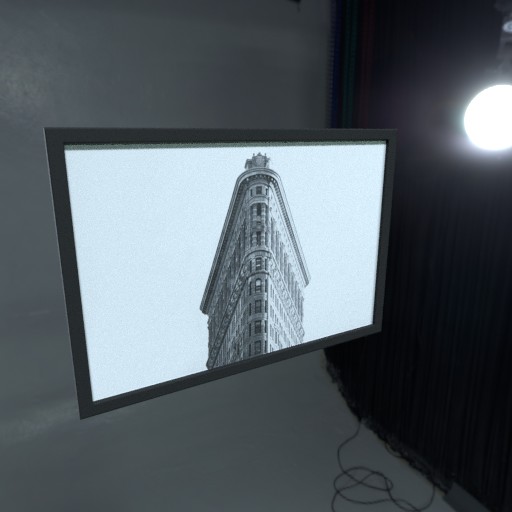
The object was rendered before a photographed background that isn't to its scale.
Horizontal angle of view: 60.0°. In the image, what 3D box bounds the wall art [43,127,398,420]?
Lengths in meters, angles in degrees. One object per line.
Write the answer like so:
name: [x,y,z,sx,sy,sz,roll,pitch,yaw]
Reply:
wall art: [0.000,0.000,1.192,0.964,0.659,0.049,-8,18,-27]
